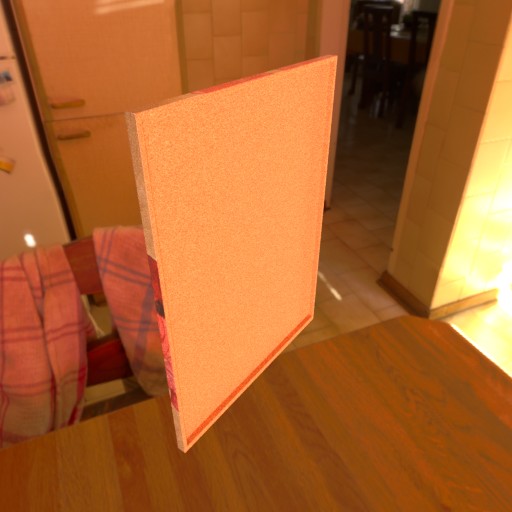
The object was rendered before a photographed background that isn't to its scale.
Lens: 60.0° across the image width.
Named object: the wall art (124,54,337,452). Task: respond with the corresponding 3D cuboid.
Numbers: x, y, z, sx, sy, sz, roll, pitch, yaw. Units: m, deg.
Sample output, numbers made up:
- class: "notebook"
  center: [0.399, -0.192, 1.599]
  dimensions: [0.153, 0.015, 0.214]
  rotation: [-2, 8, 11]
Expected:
- class: "wall art"
  center: [0.000, 0.000, 1.327]
  dimensions: [0.031, 1.015, 0.762]
  rotation: [22, 39, 30]
